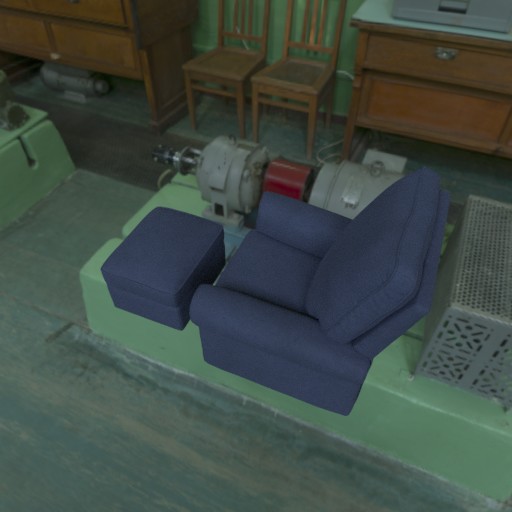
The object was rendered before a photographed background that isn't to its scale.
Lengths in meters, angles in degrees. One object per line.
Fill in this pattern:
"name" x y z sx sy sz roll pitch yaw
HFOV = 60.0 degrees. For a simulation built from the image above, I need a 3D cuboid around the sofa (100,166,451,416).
"sofa" 0.000 0.000 2.071 1.478 0.959 0.880 17 48 16
